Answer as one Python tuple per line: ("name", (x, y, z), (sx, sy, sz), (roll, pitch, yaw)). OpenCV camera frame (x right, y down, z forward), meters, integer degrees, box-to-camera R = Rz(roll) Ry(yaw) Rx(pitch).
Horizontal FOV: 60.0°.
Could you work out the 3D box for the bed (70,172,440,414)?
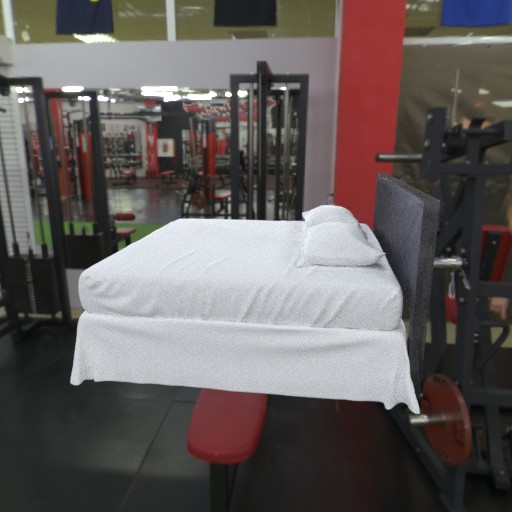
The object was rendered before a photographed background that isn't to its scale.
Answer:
("bed", (0.000, 0.000, 3.436), (2.165, 1.158, 2.255), (2, 15, 8))
